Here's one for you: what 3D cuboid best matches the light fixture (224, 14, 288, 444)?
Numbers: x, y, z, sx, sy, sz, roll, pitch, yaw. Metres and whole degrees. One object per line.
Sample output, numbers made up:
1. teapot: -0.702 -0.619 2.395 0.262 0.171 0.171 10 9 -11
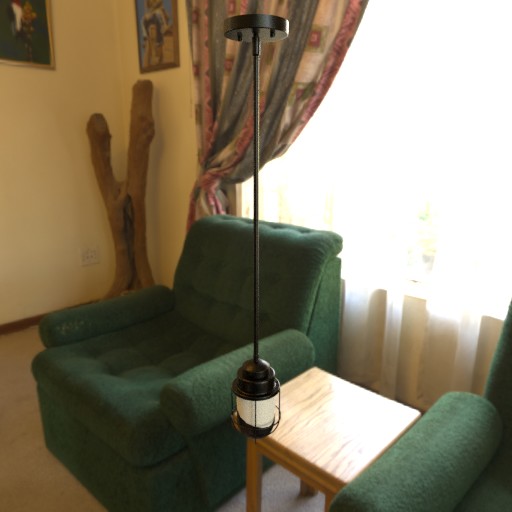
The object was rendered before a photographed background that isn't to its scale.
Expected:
1. light fixture: 0.000 0.000 0.962 0.123 0.920 0.123 8 17 27
